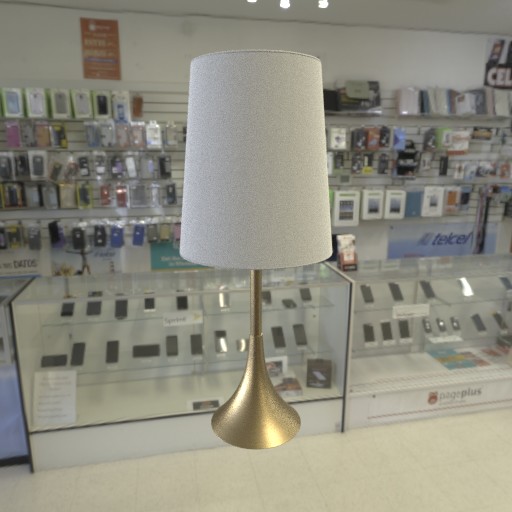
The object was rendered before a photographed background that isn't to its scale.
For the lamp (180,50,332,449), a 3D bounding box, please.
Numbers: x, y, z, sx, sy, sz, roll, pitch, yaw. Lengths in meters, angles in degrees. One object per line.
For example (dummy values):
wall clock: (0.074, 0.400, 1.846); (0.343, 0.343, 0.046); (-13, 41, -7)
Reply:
lamp: (0.000, 0.000, 0.681); (0.231, 0.569, 0.231); (0, 13, 0)
